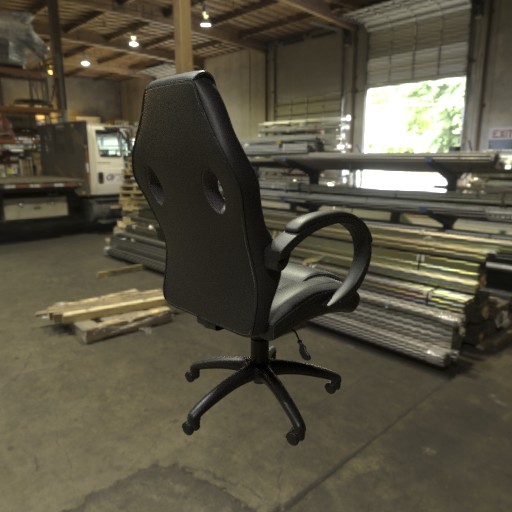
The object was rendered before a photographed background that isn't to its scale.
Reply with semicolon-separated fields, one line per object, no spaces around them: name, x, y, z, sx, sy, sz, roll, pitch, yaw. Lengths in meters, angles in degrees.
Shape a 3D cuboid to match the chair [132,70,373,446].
chair;0.000;0.000;1.641;0.724;1.187;0.673;-12;18;-42
